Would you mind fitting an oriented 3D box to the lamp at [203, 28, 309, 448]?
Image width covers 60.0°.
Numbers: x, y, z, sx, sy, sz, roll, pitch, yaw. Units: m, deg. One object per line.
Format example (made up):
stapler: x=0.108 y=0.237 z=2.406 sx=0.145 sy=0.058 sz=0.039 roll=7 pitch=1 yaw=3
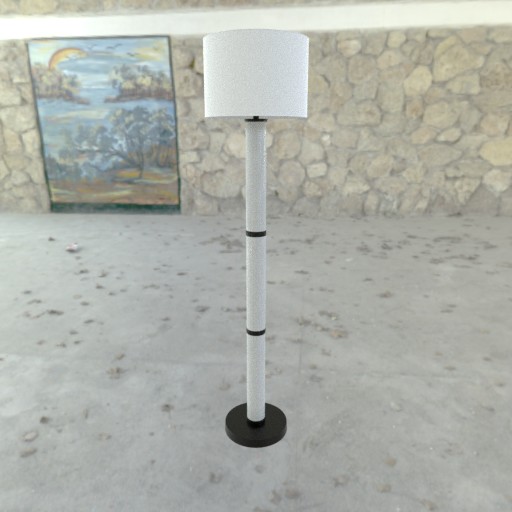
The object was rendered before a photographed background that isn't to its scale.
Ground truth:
lamp: x=0.000 y=0.000 z=1.785 sx=0.377 sy=1.599 sz=0.377 roll=2 pitch=16 yaw=7
